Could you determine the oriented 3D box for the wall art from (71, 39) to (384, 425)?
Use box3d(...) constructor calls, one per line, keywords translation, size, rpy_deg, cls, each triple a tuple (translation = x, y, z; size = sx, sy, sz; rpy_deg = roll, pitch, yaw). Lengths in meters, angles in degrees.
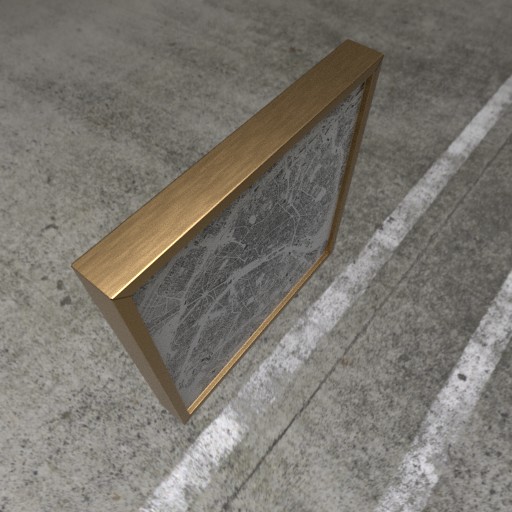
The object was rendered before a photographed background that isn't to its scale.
box3d(translation=(0.000, 0.000, 0.447), size=(0.037, 0.305, 0.305), rpy_deg=(34, 63, 20), cls="wall art")
